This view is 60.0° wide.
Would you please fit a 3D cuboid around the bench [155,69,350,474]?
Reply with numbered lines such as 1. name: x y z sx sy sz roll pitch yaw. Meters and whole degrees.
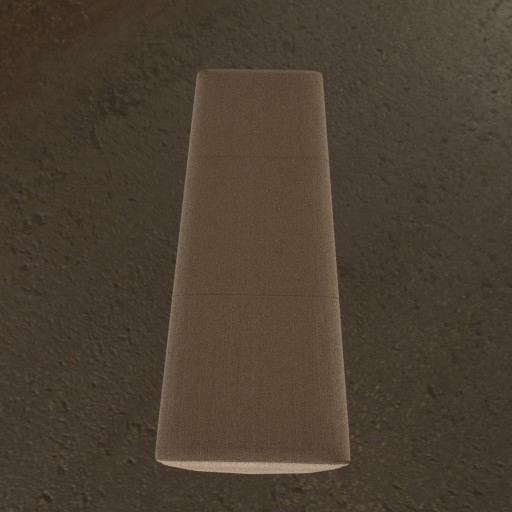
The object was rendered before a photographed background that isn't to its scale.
1. bench: 0.000 0.000 1.441 0.446 0.438 1.269 1 63 0
